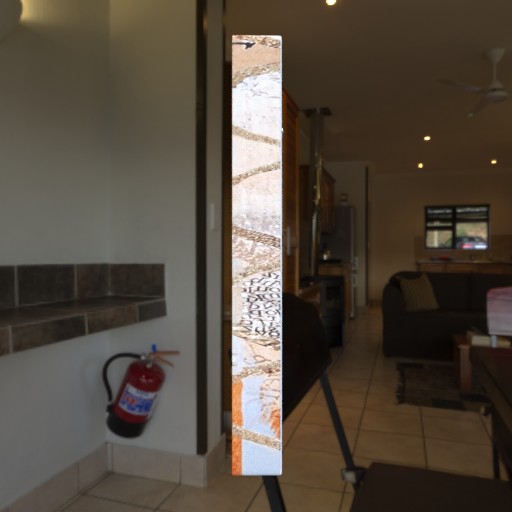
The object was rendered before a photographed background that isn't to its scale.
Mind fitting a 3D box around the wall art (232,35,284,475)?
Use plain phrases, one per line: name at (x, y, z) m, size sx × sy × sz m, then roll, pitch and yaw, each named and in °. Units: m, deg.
wall art at (0.000, 0.000, 0.455) m, size 0.036 × 0.304 × 0.303 m, roll 0°, pitch 0°, yaw -1°
